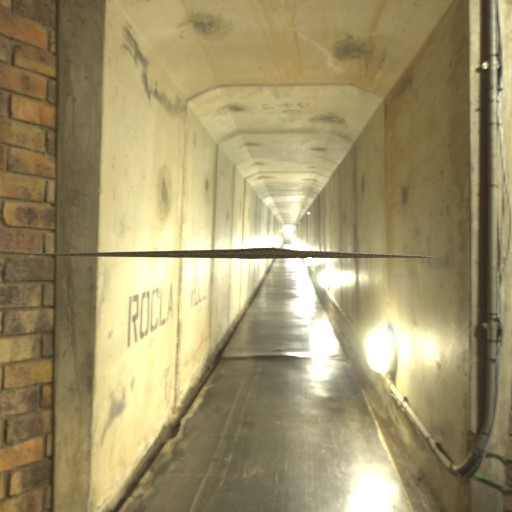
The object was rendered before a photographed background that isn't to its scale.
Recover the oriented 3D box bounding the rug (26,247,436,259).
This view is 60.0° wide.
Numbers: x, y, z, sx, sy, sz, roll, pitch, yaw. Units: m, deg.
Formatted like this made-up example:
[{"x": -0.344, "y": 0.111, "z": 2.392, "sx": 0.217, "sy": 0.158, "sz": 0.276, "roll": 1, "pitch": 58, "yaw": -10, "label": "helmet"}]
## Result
[{"x": 0.000, "y": 0.000, "z": 4.142, "sx": 2.451, "sy": 0.026, "sz": 3.069, "roll": -1, "pitch": -1, "yaw": 36, "label": "rug"}]
